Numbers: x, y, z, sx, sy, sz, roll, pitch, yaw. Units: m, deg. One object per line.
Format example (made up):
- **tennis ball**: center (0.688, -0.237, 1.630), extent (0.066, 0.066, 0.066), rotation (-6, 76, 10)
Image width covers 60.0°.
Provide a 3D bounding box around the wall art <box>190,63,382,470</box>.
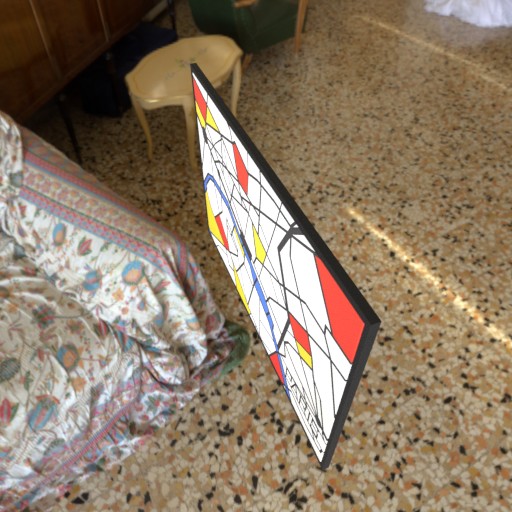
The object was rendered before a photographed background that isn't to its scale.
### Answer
- **wall art**: center (0.000, 0.000, 0.836), extent (0.013, 0.458, 0.664), rotation (-17, 49, -15)
